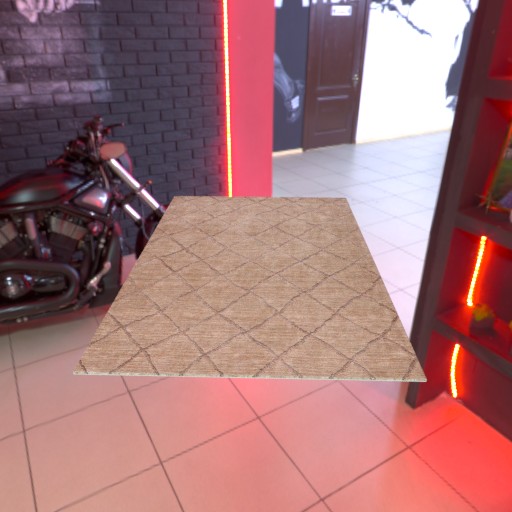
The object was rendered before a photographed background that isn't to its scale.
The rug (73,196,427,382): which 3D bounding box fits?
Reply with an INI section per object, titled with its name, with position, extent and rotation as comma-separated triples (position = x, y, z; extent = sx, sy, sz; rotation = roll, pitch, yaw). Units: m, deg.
[rug]
position = 0.000, 0.000, 2.915
extent = 1.521, 0.015, 2.280
rotation = 1, 27, 2
